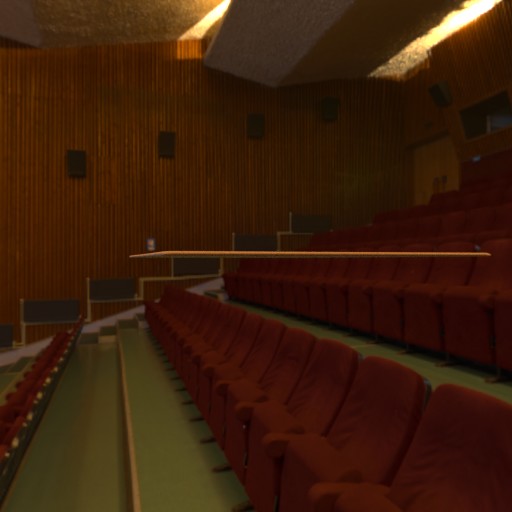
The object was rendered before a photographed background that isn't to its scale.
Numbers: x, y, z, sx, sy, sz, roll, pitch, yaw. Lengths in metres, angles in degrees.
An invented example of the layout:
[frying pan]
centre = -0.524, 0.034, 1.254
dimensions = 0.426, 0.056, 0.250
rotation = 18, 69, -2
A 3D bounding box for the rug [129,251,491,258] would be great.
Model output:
[rug]
centre = 0.000, 0.000, 2.065
dimensions = 1.061, 0.012, 1.668
rotation = 0, 0, -19
